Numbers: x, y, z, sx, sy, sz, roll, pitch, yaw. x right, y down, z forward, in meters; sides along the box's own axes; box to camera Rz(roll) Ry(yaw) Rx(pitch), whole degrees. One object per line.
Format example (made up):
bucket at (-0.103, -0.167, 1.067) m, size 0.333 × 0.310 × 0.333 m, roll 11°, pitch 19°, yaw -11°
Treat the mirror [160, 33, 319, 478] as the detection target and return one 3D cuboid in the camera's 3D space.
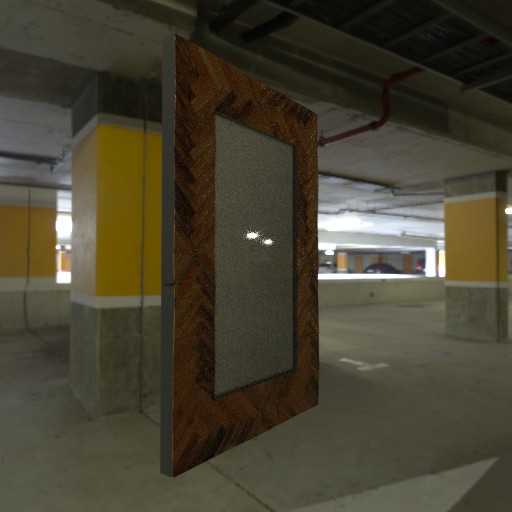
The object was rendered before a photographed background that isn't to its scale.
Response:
mirror at (0.000, 0.000, 1.160) m, size 0.044 × 0.912 × 0.606 m, roll -1°, pitch -2°, yaw 37°
